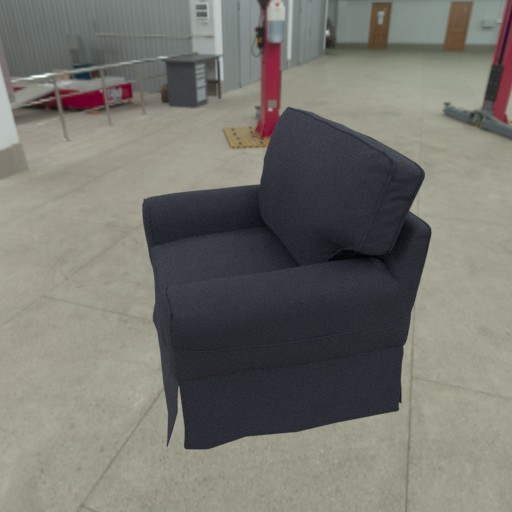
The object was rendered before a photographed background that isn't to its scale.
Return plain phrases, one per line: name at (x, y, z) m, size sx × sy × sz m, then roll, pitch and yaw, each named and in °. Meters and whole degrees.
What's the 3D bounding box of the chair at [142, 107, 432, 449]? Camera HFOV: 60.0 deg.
chair at (0.000, 0.000, 1.988) m, size 1.002 × 1.140 × 1.119 m, roll -8°, pitch 29°, yaw -15°
